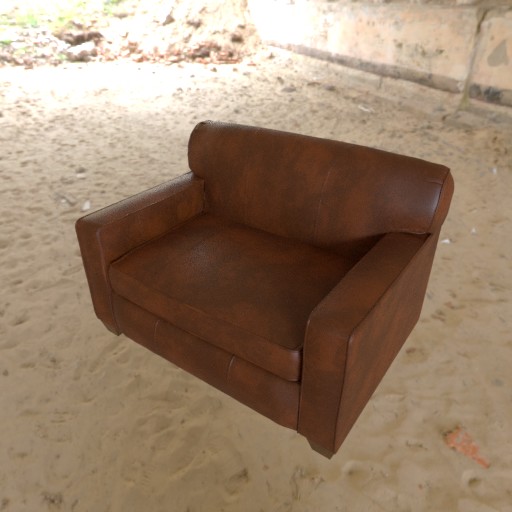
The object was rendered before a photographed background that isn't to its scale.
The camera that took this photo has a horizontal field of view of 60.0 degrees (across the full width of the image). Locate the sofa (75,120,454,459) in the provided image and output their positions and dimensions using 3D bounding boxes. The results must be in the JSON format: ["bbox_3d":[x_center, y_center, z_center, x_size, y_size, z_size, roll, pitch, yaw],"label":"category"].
[{"bbox_3d":[0.000,0.000,2.068,1.413,0.956,1.000,20,36,30],"label":"sofa"}]
